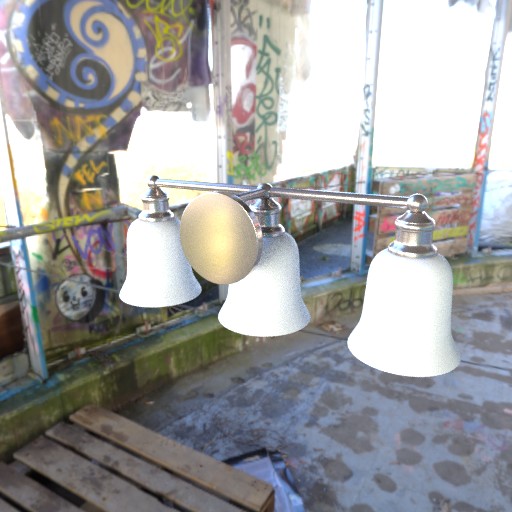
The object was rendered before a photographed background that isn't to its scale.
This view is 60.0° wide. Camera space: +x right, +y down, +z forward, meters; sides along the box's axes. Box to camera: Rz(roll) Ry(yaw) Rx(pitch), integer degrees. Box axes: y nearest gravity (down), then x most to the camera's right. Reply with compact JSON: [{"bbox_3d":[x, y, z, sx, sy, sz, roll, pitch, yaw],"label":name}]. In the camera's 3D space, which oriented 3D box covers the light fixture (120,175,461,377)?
[{"bbox_3d":[0.000,0.000,0.649,0.570,0.211,0.198,9,19,28],"label":"light fixture"}]
